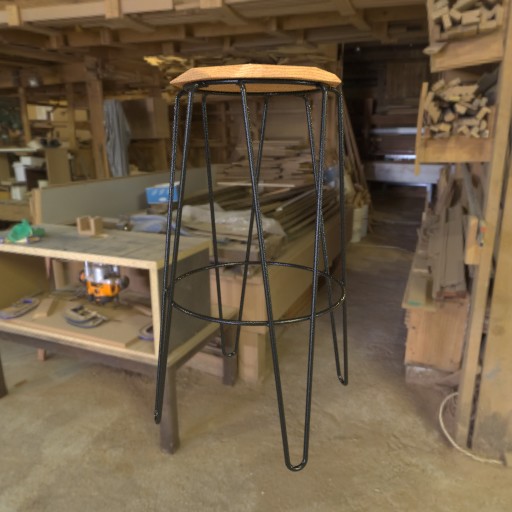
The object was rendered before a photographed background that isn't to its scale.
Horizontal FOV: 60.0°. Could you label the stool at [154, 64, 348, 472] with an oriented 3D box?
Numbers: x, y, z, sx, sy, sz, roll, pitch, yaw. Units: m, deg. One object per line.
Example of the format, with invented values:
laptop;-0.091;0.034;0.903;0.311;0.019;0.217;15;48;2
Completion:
stool;0.000;0.000;0.802;0.326;0.610;0.326;8;17;25
